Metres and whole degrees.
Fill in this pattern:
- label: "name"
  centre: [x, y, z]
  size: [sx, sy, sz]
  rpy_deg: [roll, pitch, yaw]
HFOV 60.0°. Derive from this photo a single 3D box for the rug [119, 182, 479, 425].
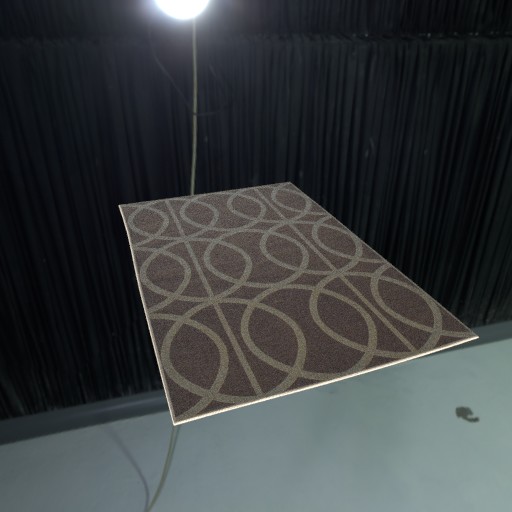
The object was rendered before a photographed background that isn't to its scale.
- label: "rug"
  centre: [0.000, 0.000, 2.885]
  size: [1.526, 0.014, 2.290]
  rpy_deg: [-11, 32, -17]
